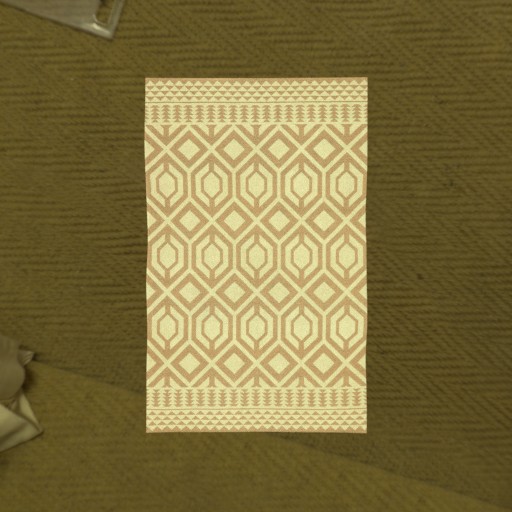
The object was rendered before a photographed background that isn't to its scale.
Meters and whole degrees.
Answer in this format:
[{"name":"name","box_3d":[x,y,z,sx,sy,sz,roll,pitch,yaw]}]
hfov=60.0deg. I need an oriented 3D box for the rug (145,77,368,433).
[{"name":"rug","box_3d":[0.000,0.000,3.039,1.526,0.011,2.435,0,91,0]}]
